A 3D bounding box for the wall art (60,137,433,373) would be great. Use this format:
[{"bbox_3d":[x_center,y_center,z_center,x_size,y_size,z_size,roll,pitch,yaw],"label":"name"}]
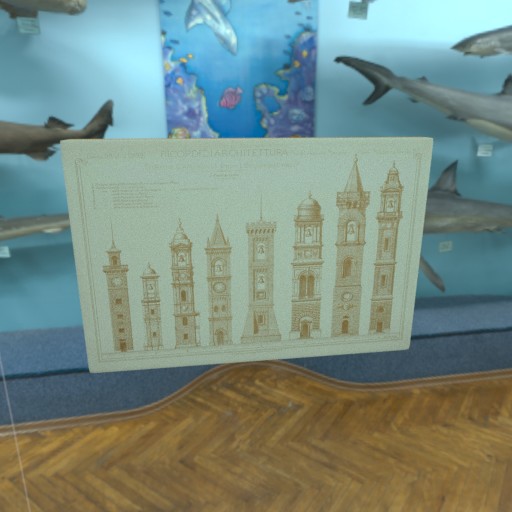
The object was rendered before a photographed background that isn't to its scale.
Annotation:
[{"bbox_3d":[0.000,0.000,0.493,0.380,0.254,0.019,-2,18,-8],"label":"wall art"}]
